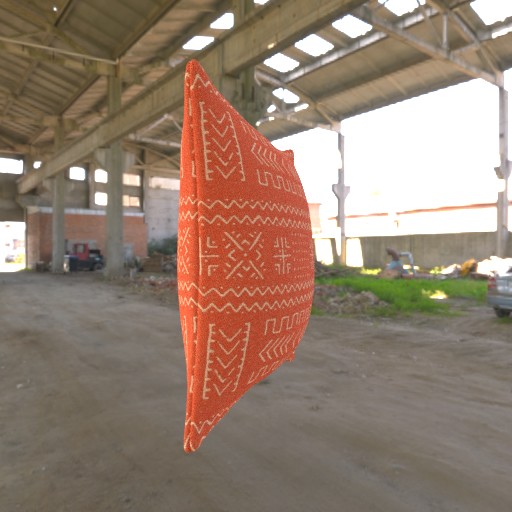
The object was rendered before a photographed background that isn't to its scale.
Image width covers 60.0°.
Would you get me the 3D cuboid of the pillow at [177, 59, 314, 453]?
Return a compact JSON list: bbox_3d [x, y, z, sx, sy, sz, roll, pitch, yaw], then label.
[{"bbox_3d":[0.000,0.000,0.683,0.164,0.429,0.438,0,0,19],"label":"pillow"}]
